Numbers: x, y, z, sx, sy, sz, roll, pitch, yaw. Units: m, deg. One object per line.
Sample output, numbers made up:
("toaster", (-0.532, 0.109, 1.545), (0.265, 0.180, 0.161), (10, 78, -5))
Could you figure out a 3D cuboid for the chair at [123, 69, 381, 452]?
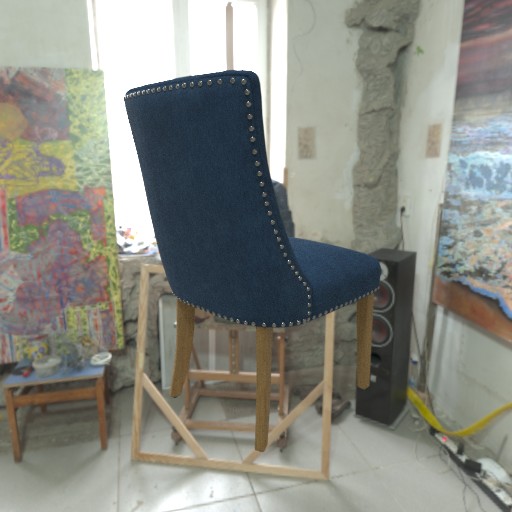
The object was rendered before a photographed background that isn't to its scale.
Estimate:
("chair", (0.000, 0.000, 1.279), (0.495, 0.902, 0.610), (13, 18, 43))
